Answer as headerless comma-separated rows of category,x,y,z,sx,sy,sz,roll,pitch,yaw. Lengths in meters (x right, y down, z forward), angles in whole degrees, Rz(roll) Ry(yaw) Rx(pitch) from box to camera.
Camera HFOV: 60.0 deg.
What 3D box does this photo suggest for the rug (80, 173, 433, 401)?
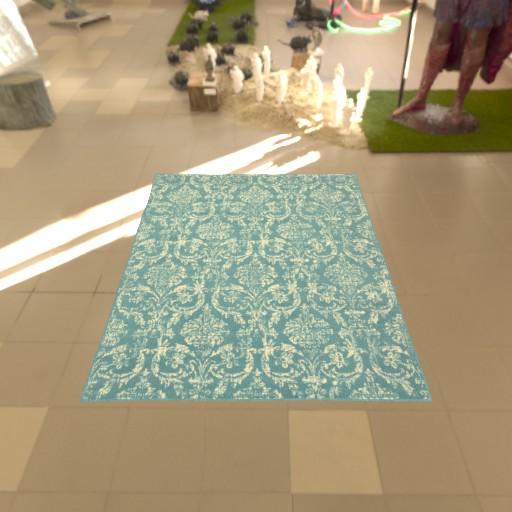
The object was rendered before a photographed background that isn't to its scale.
rug,0.000,0.000,4.094,2.363,0.012,2.980,0,41,0
